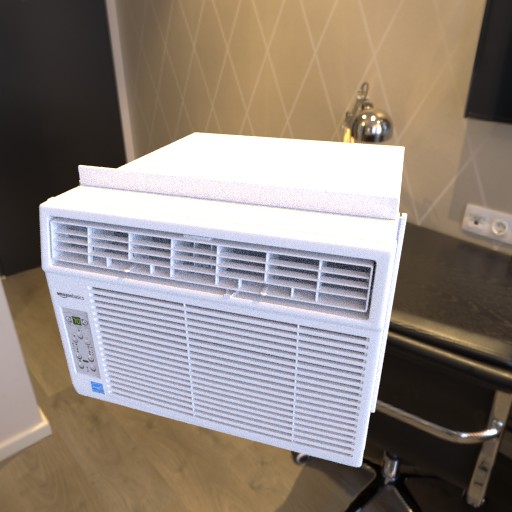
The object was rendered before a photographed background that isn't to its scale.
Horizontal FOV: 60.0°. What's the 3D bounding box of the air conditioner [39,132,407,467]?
[{"bbox_3d":[0.000,0.000,0.840,0.503,0.388,0.546,8,28,16],"label":"air conditioner"}]
